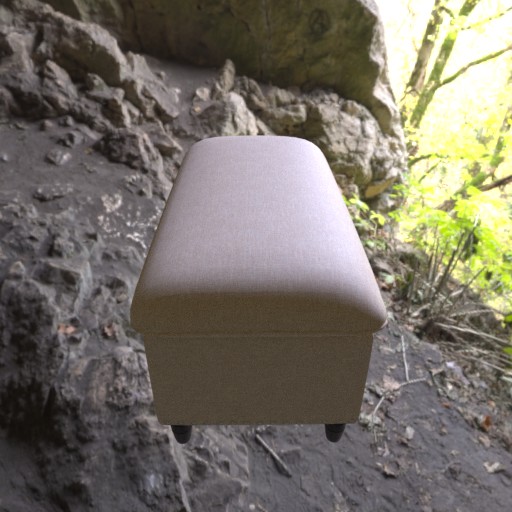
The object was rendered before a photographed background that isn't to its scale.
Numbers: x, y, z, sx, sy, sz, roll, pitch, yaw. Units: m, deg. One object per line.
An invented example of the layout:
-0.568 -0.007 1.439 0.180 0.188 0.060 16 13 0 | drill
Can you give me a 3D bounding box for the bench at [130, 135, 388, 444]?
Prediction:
0.000 0.000 1.278 0.483 0.483 0.991 0 32 -1 | bench
